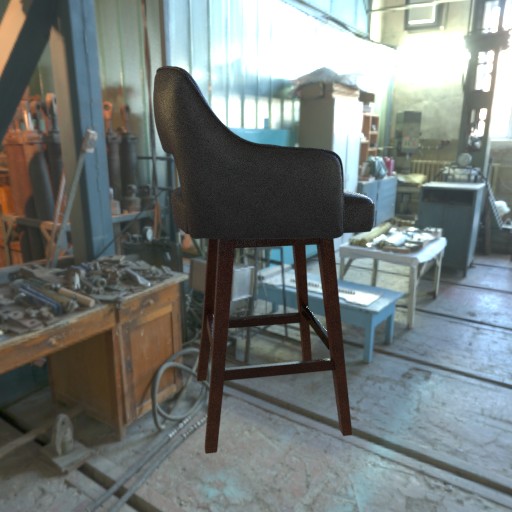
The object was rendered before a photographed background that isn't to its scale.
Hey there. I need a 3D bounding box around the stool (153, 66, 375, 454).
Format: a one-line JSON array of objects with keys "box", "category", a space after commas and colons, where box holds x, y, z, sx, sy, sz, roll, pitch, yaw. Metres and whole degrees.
[{"box": [0.000, 0.000, 1.358, 0.560, 1.041, 0.550, -3, 15, -10], "category": "stool"}]
